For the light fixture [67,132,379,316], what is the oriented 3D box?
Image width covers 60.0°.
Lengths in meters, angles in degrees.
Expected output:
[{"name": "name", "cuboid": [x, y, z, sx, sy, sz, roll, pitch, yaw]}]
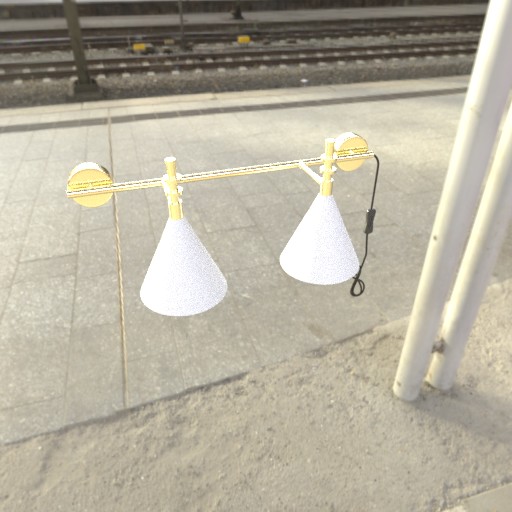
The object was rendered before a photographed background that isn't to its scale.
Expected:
[{"name": "light fixture", "cuboid": [0.000, 0.000, 0.880, 0.642, 0.468, 0.239, -11, 34, -16]}]
